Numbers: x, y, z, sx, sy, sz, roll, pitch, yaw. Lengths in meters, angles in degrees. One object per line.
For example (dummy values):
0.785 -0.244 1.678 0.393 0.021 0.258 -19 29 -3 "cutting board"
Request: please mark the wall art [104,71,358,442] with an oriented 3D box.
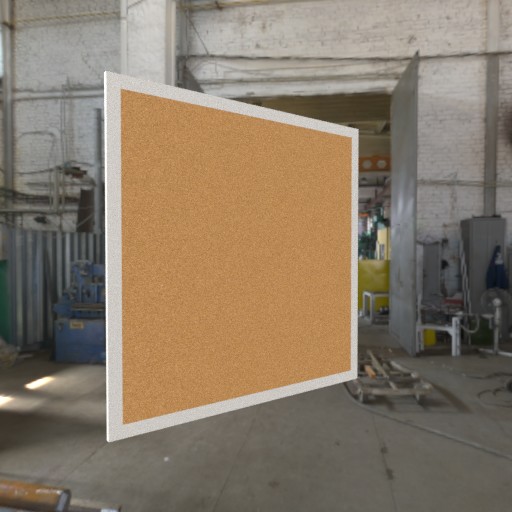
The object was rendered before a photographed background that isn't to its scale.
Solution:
0.000 0.000 0.833 0.558 0.559 0.009 -1 1 -36 "wall art"
